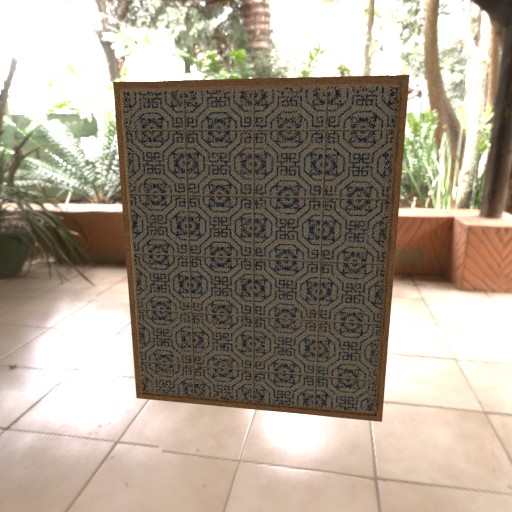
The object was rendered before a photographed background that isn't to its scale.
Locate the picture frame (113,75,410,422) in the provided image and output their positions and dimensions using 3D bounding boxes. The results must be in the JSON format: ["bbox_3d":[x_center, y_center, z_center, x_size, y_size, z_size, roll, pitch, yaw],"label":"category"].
[{"bbox_3d":[0.000,0.000,0.709,0.421,0.526,0.046,2,14,9],"label":"picture frame"}]
